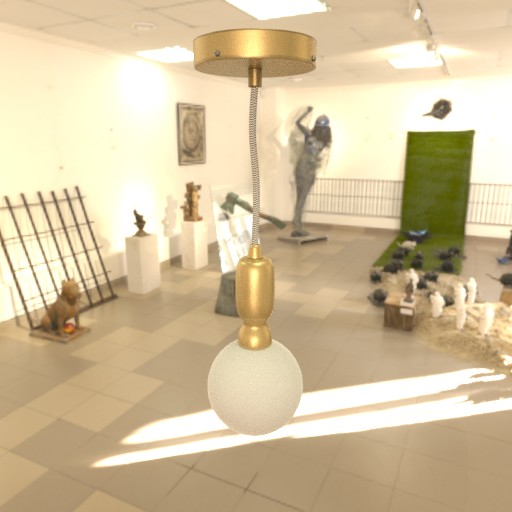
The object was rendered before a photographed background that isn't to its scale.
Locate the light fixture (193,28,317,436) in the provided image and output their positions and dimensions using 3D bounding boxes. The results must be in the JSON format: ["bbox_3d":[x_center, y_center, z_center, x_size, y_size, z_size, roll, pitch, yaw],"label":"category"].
[{"bbox_3d":[0.000,0.000,0.578,0.146,0.510,0.147,7,16,25],"label":"light fixture"}]
